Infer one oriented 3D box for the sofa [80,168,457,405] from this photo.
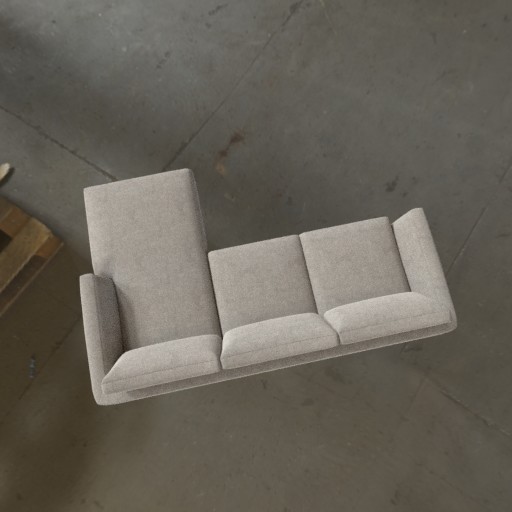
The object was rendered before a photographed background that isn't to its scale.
[{"bbox_3d":[0.000,0.000,3.233,2.438,0.864,1.626,-11,76,-3],"label":"sofa"}]
